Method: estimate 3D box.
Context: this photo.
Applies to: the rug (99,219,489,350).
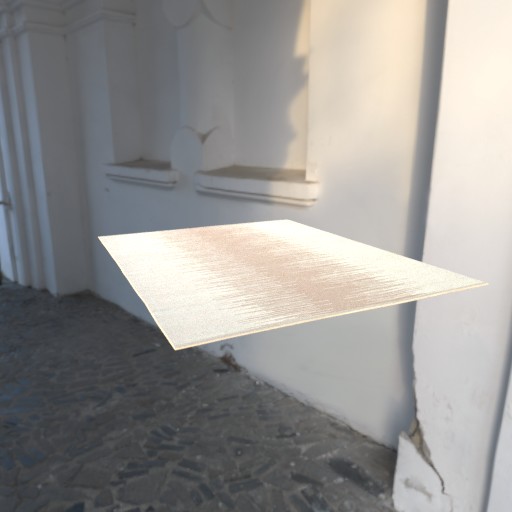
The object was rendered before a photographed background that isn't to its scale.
[{"bbox_3d":[0.000,0.000,4.154,2.438,0.013,3.048,-7,17,-25],"label":"rug"}]
